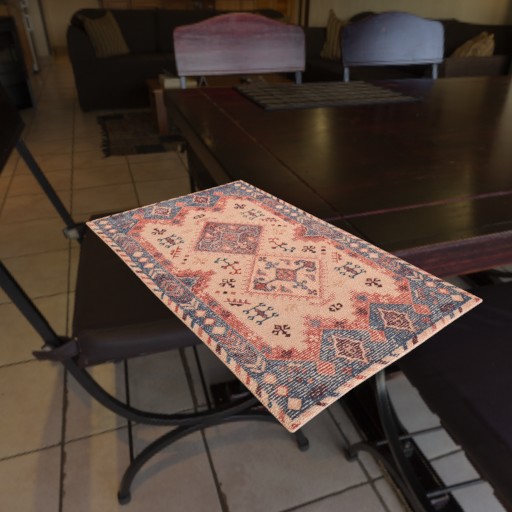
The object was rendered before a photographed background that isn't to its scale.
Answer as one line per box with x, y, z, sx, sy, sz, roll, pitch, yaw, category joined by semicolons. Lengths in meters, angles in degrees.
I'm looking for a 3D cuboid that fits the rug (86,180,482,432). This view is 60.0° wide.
0.000;0.000;3.077;1.521;0.023;2.464;-22;37;-32;rug
